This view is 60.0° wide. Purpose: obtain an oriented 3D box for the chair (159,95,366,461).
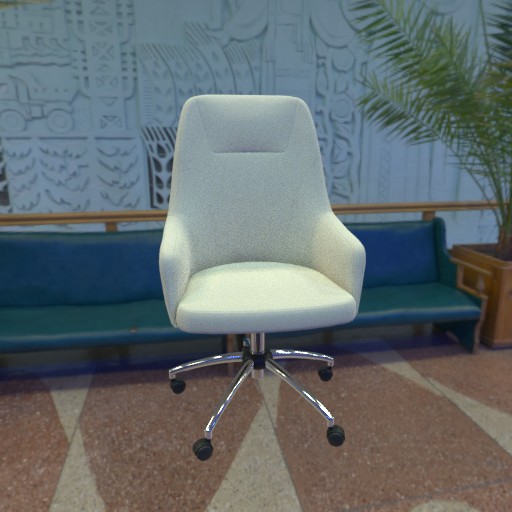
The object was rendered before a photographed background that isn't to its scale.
[{"bbox_3d":[0.000,0.000,1.475,0.620,1.049,0.640,-2,15,-8],"label":"chair"}]
